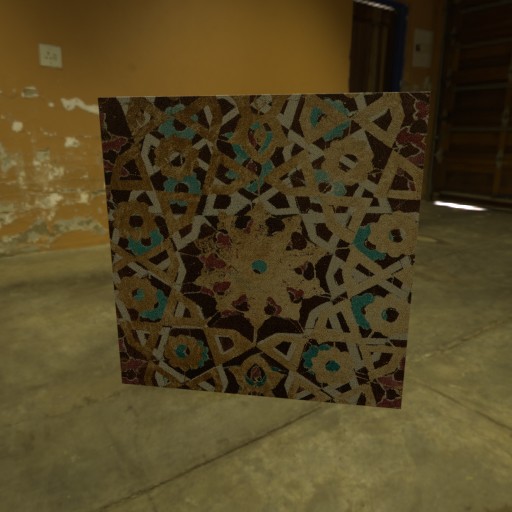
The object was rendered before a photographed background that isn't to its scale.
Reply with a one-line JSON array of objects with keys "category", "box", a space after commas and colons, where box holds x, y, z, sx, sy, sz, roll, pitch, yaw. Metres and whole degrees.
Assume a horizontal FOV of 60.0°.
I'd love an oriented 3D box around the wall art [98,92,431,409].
[{"category": "wall art", "box": [0.000, 0.000, 0.898, 0.609, 0.613, 0.041, 2, 15, 9]}]
